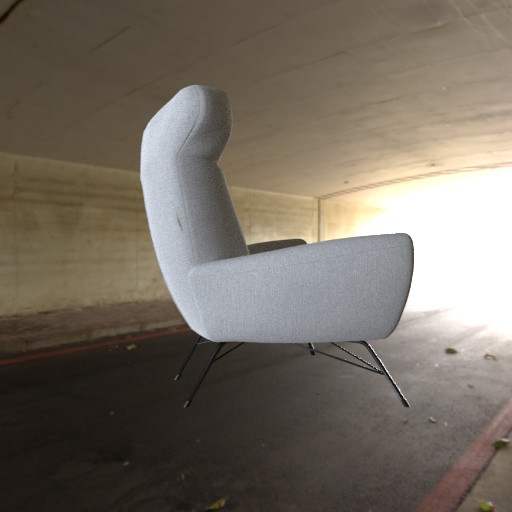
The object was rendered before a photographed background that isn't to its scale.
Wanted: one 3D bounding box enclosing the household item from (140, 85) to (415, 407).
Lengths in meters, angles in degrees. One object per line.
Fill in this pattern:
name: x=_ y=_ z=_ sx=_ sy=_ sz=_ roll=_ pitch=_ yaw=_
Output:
household item: x=0.000 y=0.000 z=1.791 sx=0.900 sy=1.050 sz=0.980 roll=0 pitch=1 yaw=-17
